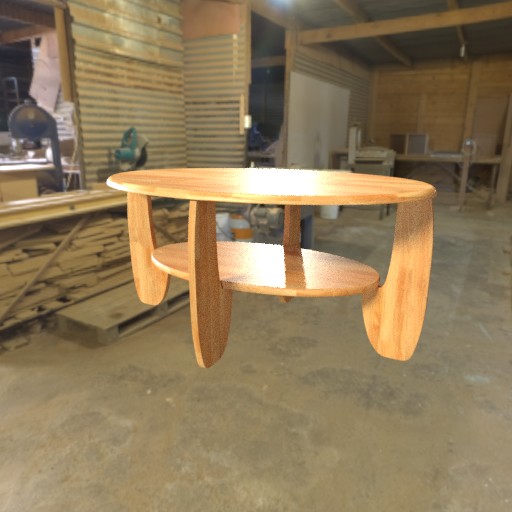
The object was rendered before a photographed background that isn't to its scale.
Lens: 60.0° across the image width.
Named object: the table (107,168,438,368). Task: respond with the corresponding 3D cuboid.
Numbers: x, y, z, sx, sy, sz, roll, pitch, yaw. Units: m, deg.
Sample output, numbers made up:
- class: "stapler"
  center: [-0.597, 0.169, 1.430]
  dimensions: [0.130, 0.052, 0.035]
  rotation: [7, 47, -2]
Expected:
- class: "table"
  center: [0.000, 0.000, 1.409]
  dimensions: [1.040, 0.490, 0.690]
  rotation: [8, 18, 26]
